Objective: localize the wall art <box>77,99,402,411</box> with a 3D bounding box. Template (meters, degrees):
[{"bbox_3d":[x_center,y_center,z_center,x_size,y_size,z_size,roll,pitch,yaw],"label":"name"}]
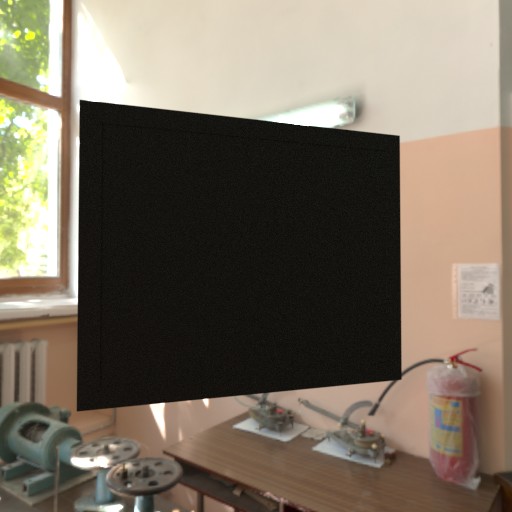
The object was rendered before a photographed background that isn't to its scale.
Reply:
[{"bbox_3d":[0.000,0.000,0.543,0.404,0.329,0.024,0,-1,-19],"label":"wall art"}]
